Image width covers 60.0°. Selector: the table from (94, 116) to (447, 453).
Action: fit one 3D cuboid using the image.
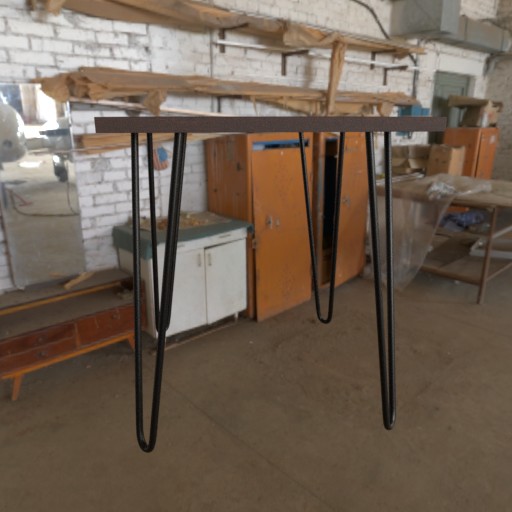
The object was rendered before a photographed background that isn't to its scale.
[{"bbox_3d":[0.000,0.000,0.931,0.495,0.559,0.495,-2,18,-7],"label":"table"}]
